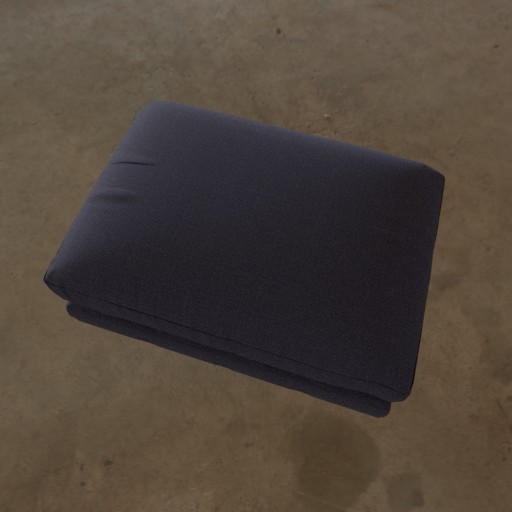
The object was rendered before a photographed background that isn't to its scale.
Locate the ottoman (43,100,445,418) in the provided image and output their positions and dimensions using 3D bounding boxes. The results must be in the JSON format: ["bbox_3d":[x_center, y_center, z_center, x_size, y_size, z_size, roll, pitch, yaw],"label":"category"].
[{"bbox_3d":[0.000,0.000,1.103,0.767,0.486,0.558,16,65,8],"label":"ottoman"}]
